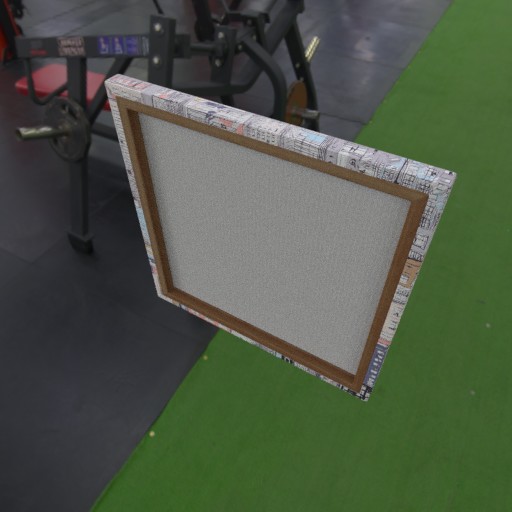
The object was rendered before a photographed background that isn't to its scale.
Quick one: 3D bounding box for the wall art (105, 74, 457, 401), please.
[{"bbox_3d":[0.000,0.000,1.138,0.761,0.762,0.048,23,50,21],"label":"wall art"}]
